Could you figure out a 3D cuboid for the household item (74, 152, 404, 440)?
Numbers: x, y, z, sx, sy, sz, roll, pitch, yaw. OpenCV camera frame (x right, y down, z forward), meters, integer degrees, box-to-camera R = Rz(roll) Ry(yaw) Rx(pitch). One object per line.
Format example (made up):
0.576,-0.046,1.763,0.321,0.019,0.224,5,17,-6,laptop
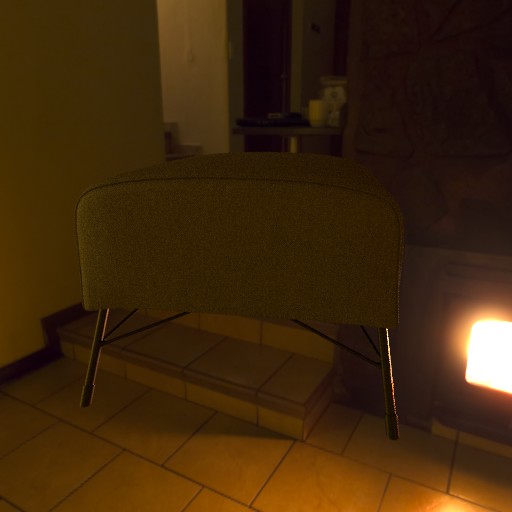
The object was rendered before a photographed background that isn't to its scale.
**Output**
0.000,0.000,0.910,0.530,0.410,0.530,3,16,9,household item
